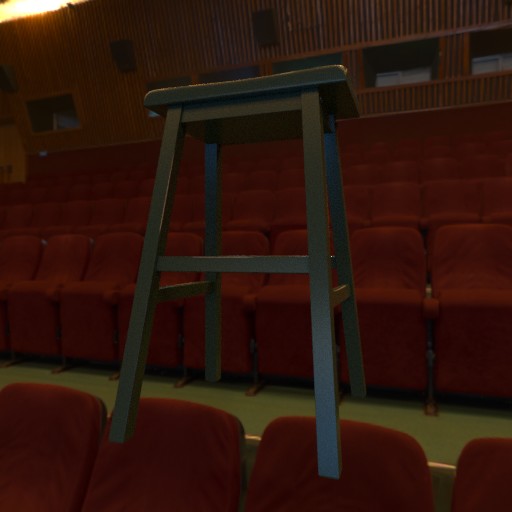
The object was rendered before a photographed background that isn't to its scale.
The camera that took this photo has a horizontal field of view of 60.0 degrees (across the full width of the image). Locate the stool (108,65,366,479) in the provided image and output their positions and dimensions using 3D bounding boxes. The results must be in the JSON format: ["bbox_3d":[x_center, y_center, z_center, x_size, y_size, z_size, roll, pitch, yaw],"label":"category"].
[{"bbox_3d":[0.000,0.000,1.030,0.457,0.737,0.476,0,0,19],"label":"stool"}]
